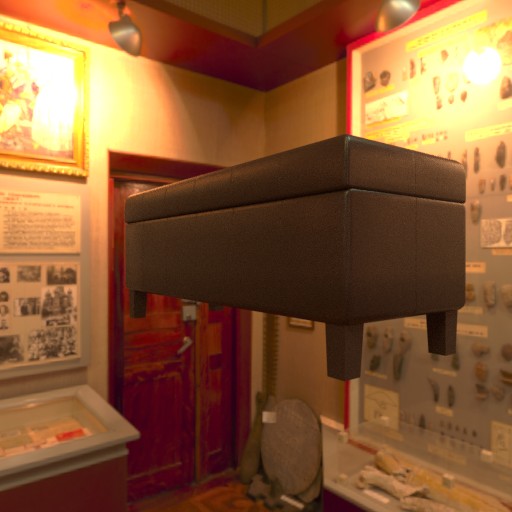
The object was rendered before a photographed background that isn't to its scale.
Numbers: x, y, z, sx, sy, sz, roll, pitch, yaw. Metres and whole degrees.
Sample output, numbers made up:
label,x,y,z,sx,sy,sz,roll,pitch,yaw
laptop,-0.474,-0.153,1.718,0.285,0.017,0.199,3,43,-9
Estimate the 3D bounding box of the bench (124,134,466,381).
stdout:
label,x,y,z,sx,sy,sz,roll,pitch,yaw
bench,0.000,0.000,1.348,0.429,0.457,1.092,0,0,-37
